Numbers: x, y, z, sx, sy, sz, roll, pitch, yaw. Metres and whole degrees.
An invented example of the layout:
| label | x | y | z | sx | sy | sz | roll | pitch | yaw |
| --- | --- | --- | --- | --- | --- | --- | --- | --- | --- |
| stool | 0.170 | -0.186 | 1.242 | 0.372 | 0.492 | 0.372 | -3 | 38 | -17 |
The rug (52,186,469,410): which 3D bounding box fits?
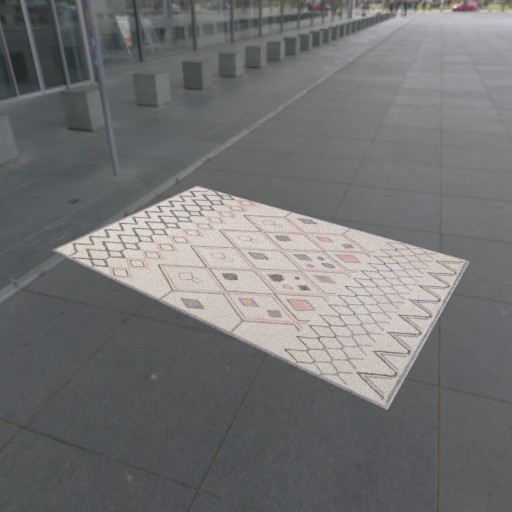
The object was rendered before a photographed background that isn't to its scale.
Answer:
| label | x | y | z | sx | sy | sz | roll | pitch | yaw |
| --- | --- | --- | --- | --- | --- | --- | --- | --- | --- |
| rug | 0.000 | 0.000 | 3.045 | 2.438 | 0.015 | 1.524 | 19 | 35 | 30 |
